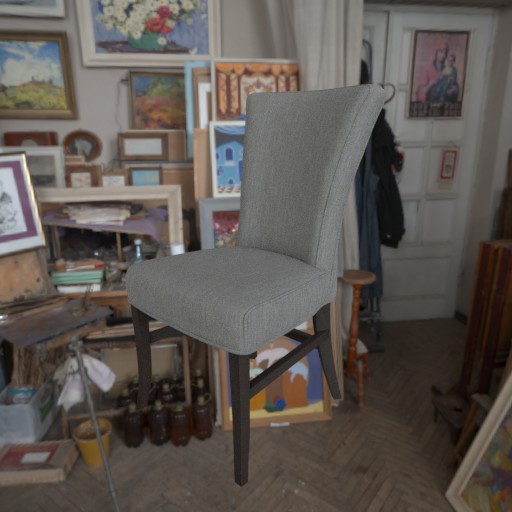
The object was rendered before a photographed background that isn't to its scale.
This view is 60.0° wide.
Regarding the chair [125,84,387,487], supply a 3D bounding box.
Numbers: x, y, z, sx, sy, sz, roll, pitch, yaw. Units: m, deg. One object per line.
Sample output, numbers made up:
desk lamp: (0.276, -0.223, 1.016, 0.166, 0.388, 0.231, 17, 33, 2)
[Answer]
chair: (0.000, 0.000, 1.359, 0.520, 0.991, 0.660, 15, 22, 42)
